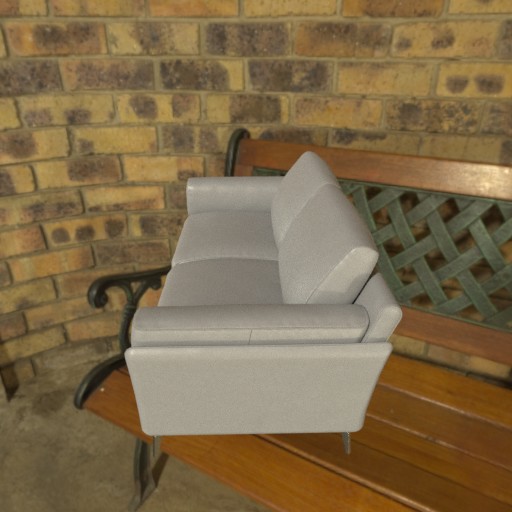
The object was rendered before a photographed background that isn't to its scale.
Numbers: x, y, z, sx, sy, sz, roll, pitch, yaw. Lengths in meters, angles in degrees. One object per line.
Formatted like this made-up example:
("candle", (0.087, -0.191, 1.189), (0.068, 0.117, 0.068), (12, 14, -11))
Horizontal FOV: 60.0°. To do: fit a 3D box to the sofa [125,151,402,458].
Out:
("sofa", (0.000, 0.000, 2.633), (1.049, 0.930, 2.101), (-1, 26, -1))
